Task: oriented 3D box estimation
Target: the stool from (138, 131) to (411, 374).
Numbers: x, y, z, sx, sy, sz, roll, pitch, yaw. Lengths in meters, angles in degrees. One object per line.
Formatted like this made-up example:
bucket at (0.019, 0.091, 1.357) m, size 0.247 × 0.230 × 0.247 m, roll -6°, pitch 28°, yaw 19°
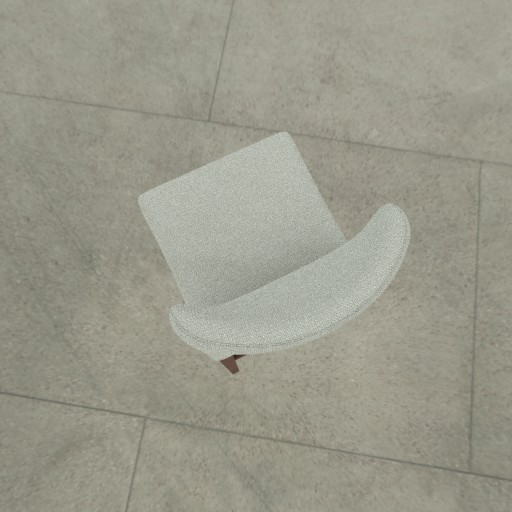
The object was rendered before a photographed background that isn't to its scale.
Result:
stool at (0.000, 0.000, 1.259) m, size 0.481 × 0.969 × 0.568 m, roll -25°, pitch 77°, yaw -6°
